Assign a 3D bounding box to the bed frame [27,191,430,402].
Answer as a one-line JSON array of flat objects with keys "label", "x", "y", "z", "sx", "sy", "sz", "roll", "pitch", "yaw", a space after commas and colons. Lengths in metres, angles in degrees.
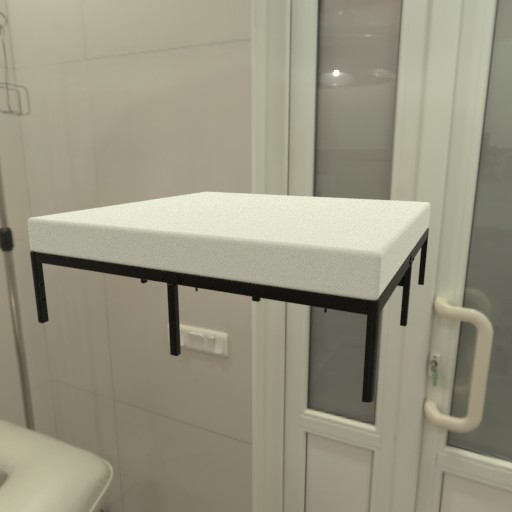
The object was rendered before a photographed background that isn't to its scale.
[{"label": "bed frame", "x": 0.000, "y": 0.000, "z": 3.093, "sx": 2.079, "sy": 0.659, "sz": 1.963, "roll": 7, "pitch": 15, "yaw": 26}]
